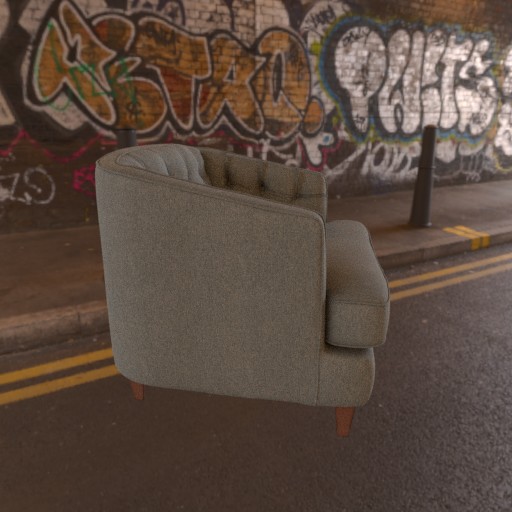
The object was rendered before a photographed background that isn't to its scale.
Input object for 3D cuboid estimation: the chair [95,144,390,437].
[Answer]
[{"bbox_3d":[0.000,0.000,1.773,0.945,0.852,1.094,3,17,9],"label":"chair"}]
